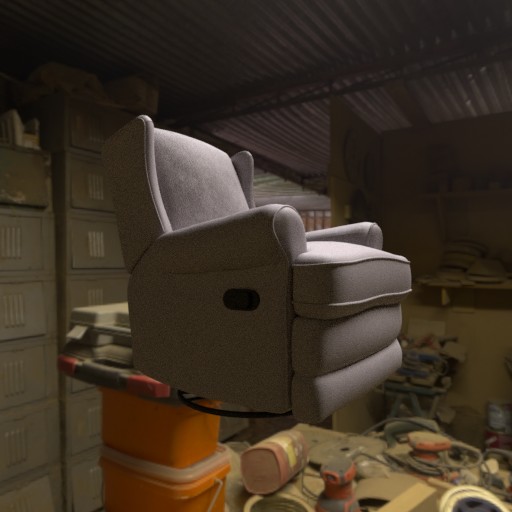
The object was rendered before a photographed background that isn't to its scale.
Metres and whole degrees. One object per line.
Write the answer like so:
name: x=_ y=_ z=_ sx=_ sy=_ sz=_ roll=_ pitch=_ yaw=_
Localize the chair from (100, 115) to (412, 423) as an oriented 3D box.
chair: x=0.000 y=0.000 z=1.649 sx=0.969 sy=1.011 sz=0.847 roll=0 pitch=-1 yaw=34
